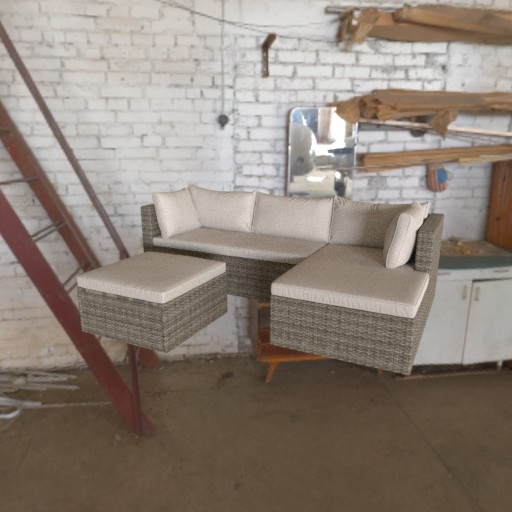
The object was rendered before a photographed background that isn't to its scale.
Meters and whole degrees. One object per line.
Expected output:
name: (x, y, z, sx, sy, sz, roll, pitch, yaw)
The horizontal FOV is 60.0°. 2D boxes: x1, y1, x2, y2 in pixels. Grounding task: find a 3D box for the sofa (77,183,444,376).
sofa: (0.000, 0.000, 2.998, 2.192, 0.766, 1.662, 7, 17, 26)
